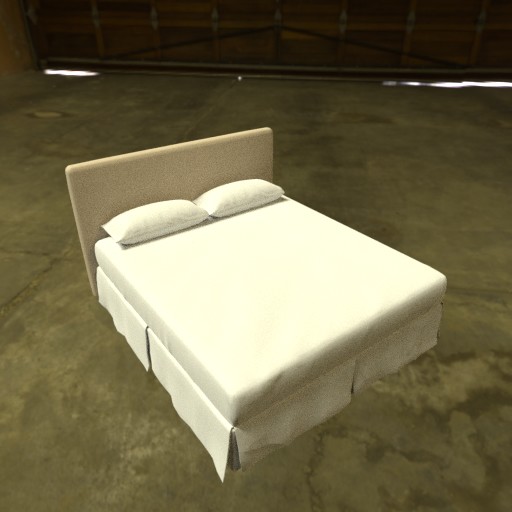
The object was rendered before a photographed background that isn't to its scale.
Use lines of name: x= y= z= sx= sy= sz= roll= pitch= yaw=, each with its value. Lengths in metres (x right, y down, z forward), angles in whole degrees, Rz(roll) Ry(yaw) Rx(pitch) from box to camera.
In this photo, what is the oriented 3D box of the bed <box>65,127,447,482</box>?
bed: x=0.000 y=0.000 z=3.555 sx=2.119 sy=1.317 sz=2.319 roll=-21 pitch=36 yaw=-31
